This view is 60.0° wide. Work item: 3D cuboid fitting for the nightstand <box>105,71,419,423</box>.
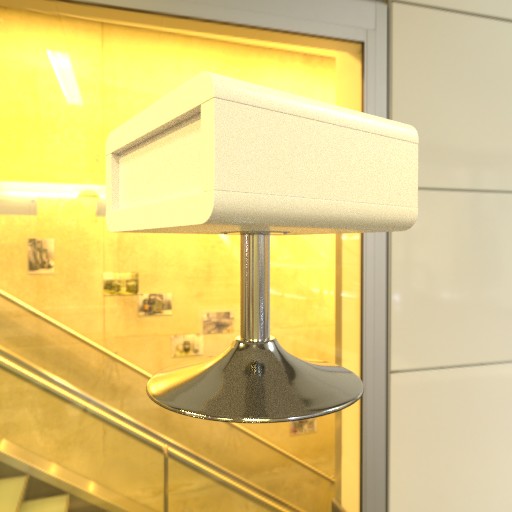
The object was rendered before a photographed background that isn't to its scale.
[{"bbox_3d":[0.000,0.000,0.784,0.404,0.447,0.399,-1,1,-36],"label":"nightstand"}]
